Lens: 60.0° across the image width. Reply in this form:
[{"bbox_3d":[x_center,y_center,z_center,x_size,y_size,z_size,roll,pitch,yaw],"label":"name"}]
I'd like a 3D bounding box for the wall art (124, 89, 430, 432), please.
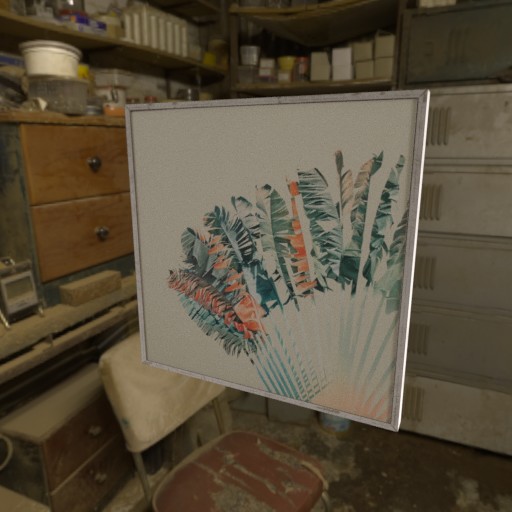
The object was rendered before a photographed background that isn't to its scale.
[{"bbox_3d":[0.000,0.000,0.754,0.508,0.506,0.029,7,16,25],"label":"wall art"}]
